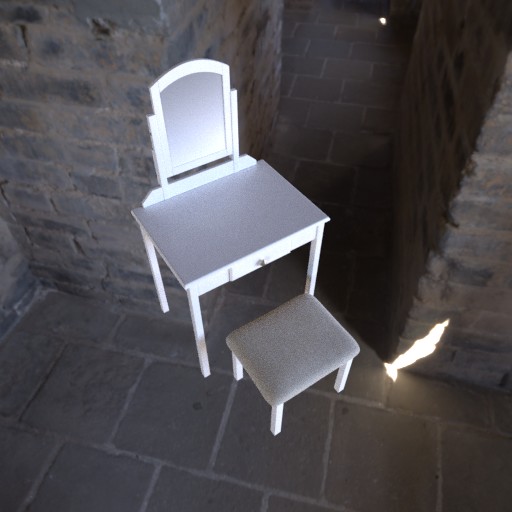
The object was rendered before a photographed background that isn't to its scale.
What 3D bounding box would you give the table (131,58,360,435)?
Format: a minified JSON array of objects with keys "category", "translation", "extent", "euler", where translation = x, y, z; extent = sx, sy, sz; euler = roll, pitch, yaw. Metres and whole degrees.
[{"category":"table","translation":[0.000,0.000,2.327],"extent":[0.876,1.631,1.211],"euler":[-26,52,-22]}]
